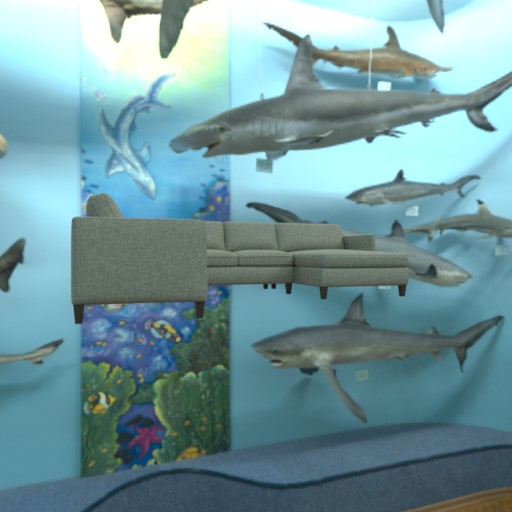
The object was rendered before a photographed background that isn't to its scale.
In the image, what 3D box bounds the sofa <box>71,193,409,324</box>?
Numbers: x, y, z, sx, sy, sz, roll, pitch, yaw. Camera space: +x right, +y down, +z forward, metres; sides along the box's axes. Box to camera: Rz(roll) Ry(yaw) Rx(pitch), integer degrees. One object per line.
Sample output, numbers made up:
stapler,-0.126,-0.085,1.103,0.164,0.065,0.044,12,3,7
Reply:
sofa,0.000,0.000,4.603,3.403,0.889,2.551,0,0,-19
